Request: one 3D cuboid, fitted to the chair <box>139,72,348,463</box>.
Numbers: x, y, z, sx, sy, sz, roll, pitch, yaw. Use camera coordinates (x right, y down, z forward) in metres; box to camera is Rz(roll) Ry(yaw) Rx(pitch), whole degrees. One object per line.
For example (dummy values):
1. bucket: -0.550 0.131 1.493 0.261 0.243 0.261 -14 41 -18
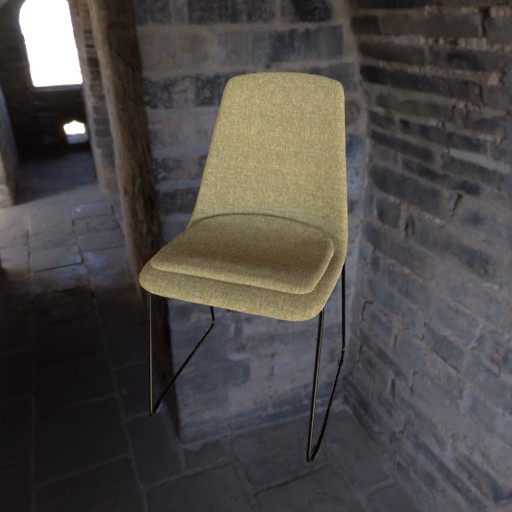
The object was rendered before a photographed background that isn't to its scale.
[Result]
1. chair: 0.000 0.000 1.151 0.479 0.849 0.496 9 29 17
